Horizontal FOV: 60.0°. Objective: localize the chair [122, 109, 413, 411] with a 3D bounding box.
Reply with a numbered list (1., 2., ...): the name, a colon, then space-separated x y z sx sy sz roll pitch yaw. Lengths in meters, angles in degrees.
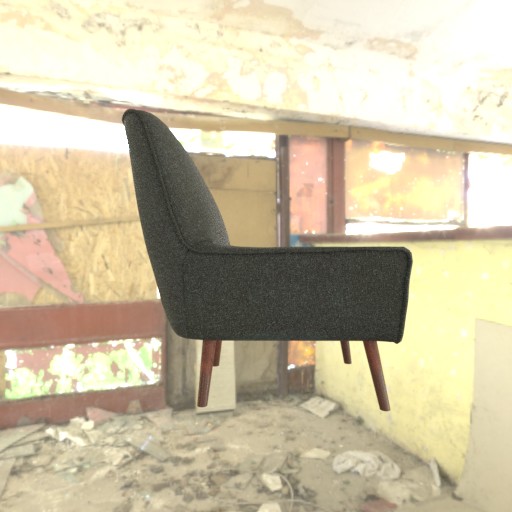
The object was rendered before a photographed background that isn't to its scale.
1. chair: 0.000 0.000 1.534 0.859 0.883 0.763 0 1 0
